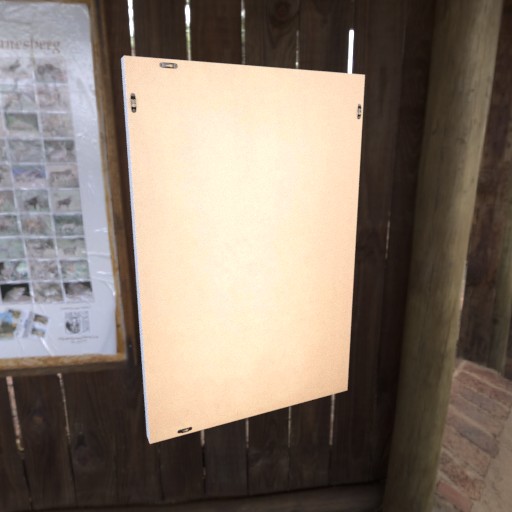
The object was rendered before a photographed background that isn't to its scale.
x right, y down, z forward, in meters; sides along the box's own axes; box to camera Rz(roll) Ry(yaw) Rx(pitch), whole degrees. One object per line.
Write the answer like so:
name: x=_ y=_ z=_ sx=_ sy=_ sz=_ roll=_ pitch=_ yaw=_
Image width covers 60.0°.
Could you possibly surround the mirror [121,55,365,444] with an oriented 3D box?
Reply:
mirror: x=0.000 y=0.000 z=1.153 sx=0.609 sy=0.914 sz=0.041 roll=-6 pitch=15 yaw=-24
